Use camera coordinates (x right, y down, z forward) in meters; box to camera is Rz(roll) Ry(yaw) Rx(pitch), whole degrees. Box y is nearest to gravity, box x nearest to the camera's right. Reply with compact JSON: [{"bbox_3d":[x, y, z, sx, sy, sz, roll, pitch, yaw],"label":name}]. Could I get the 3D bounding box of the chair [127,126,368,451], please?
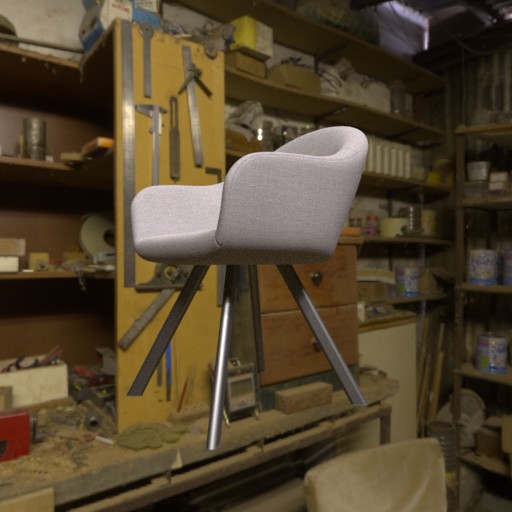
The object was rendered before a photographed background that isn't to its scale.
[{"bbox_3d":[0.000,0.000,1.232,0.570,0.780,0.540,0,-1,-36],"label":"chair"}]
